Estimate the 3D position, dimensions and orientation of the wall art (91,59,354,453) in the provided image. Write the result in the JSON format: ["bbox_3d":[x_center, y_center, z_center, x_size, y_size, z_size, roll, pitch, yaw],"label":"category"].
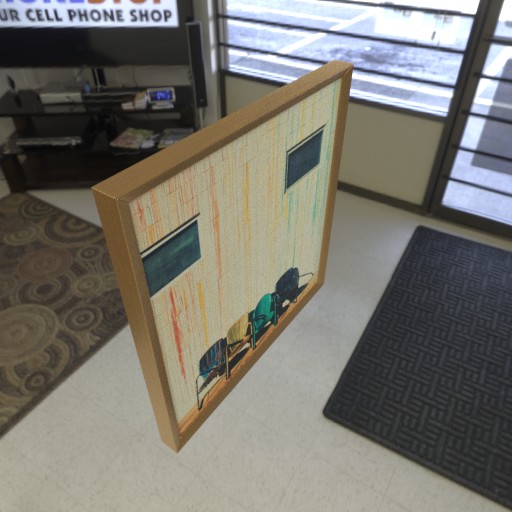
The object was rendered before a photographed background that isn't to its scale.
[{"bbox_3d":[0.000,0.000,0.747,0.037,0.505,0.505,25,46,26],"label":"wall art"}]
